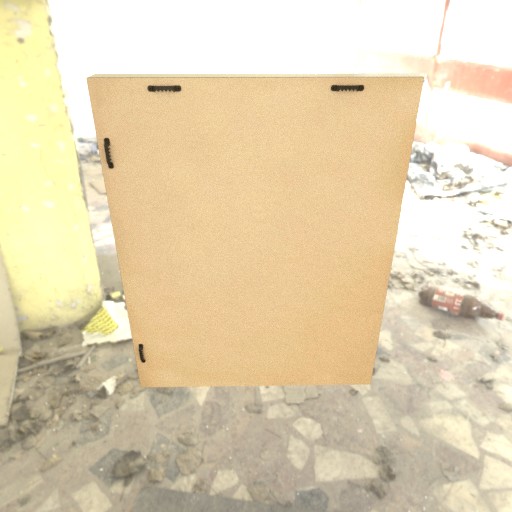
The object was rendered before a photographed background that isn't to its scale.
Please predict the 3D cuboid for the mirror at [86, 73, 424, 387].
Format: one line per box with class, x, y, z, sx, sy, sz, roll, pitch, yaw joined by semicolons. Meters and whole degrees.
mirror;0.000;0.000;0.669;0.406;0.509;0.041;0;30;-1
